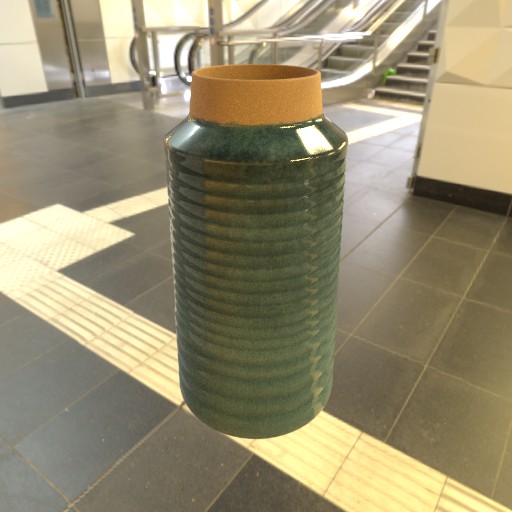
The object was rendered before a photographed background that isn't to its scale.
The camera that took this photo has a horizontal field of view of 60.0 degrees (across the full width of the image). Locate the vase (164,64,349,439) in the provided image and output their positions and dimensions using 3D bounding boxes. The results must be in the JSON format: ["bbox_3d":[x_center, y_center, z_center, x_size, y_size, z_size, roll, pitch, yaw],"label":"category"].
[{"bbox_3d":[0.000,0.000,0.407,0.163,0.316,0.163,0,29,0],"label":"vase"}]
